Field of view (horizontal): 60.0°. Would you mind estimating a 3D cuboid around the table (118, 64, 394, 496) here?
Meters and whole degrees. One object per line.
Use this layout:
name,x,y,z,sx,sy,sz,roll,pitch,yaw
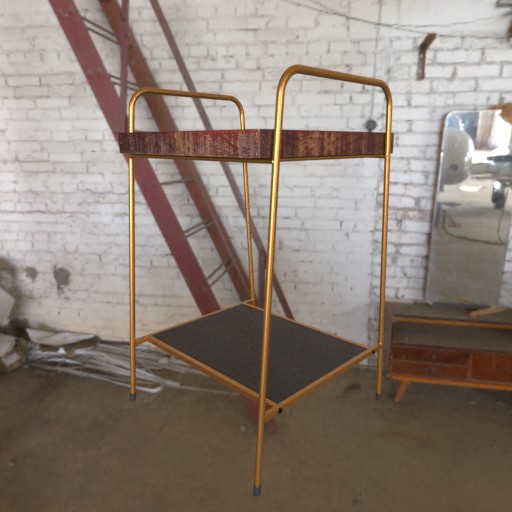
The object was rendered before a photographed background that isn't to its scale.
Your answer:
table,0.000,0.000,0.974,0.430,0.710,0.430,14,20,43
